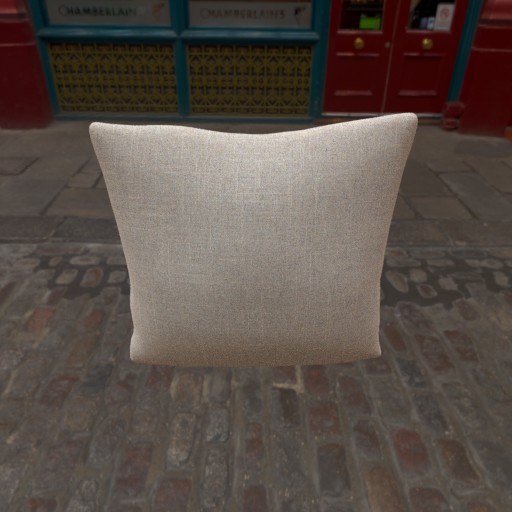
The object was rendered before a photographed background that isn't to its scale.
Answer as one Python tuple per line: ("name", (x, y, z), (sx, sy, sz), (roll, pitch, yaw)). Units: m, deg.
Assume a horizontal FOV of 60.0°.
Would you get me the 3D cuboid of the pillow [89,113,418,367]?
("pillow", (0.000, 0.000, 0.891), (0.578, 0.558, 0.192), (0, 30, -1))
